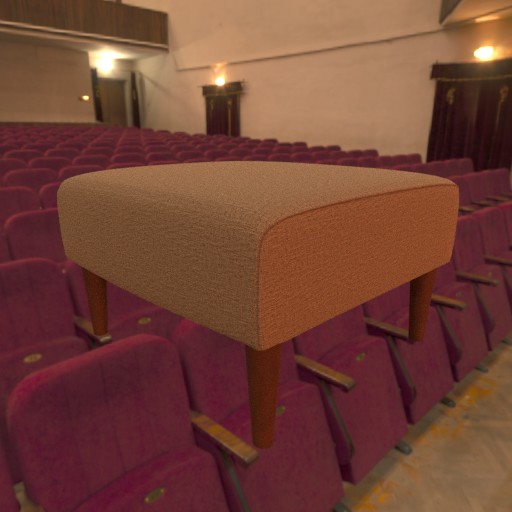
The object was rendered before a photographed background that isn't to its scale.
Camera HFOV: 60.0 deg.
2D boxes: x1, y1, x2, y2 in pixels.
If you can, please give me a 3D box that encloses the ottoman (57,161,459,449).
[{"bbox_3d":[0.000,0.000,1.008,0.649,0.398,0.650,-15,22,-43],"label":"ottoman"}]
